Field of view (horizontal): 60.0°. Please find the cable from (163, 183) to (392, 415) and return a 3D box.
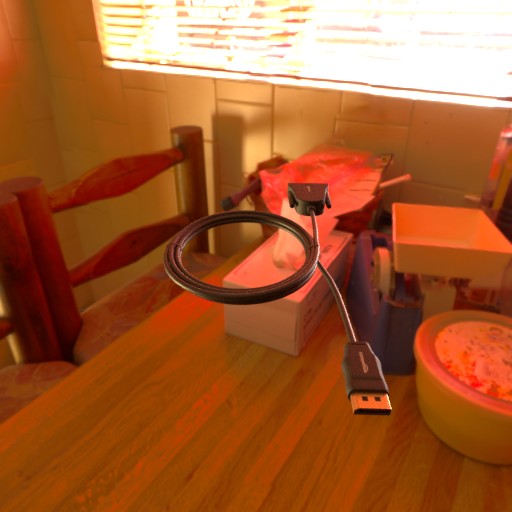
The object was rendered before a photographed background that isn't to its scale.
[{"bbox_3d":[0.000,0.000,0.325,0.136,0.015,0.281,1,30,2],"label":"cable"}]
